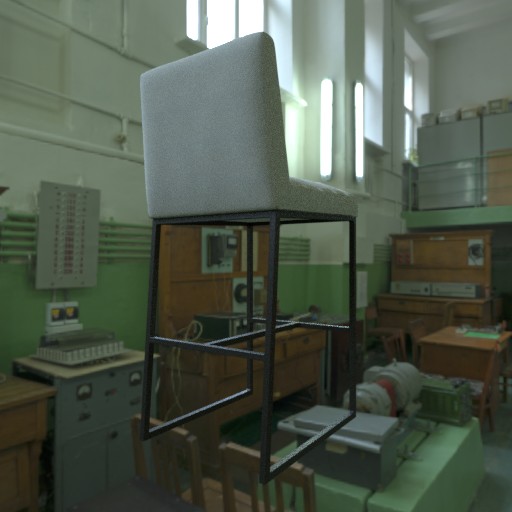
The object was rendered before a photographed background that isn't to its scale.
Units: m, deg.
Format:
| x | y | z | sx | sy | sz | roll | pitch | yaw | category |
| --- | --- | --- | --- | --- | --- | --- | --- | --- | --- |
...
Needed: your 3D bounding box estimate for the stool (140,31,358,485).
| x | y | z | sx | sy | sz | roll | pitch | yaw | category |
| --- | --- | --- | --- | --- | --- | --- | --- | --- | --- |
| 0.000 | 0.000 | 1.376 | 0.464 | 1.061 | 0.573 | 0 | 0 | 35 | stool |
